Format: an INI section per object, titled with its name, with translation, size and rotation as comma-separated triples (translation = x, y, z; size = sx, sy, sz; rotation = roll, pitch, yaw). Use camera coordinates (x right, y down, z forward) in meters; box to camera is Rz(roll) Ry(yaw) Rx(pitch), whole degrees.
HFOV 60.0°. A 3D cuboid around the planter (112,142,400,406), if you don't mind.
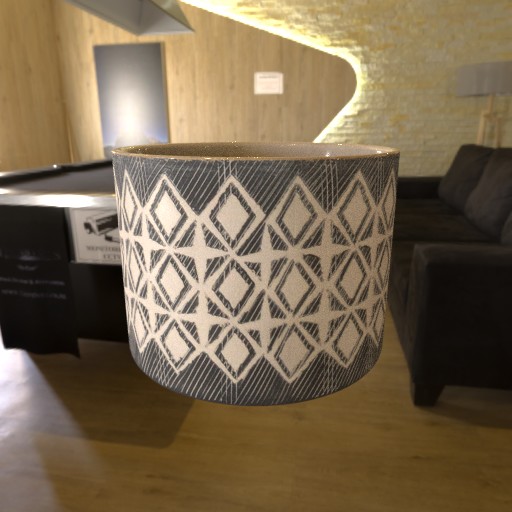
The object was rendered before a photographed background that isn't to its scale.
[planter]
translation = 0.000, 0.000, 0.219
size = 0.126, 0.104, 0.126
rotation = 0, 17, 0
